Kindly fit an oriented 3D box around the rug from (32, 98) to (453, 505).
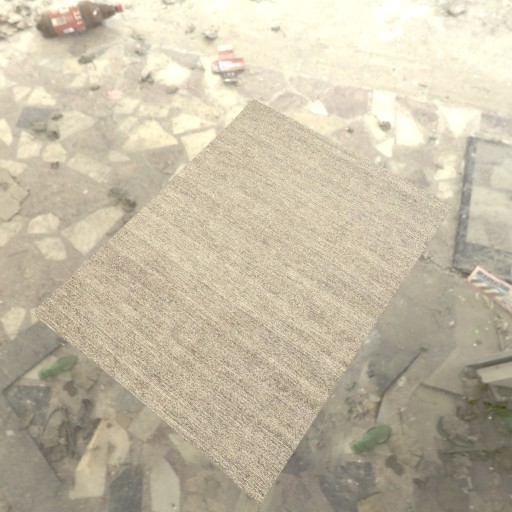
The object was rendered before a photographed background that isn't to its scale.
[{"bbox_3d":[0.000,0.000,4.069,2.434,0.045,3.202,34,67,16],"label":"rug"}]
